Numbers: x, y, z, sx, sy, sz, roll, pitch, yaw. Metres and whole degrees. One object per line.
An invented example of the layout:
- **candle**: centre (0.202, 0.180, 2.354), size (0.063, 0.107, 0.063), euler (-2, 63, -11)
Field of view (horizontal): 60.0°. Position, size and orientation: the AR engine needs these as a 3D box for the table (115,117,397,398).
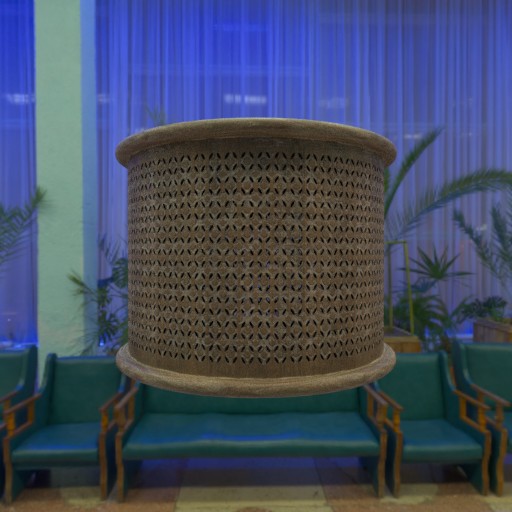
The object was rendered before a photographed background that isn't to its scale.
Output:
- **table**: centre (0.000, 0.000, 1.004), size (0.607, 0.450, 0.607), euler (0, 1, 0)
